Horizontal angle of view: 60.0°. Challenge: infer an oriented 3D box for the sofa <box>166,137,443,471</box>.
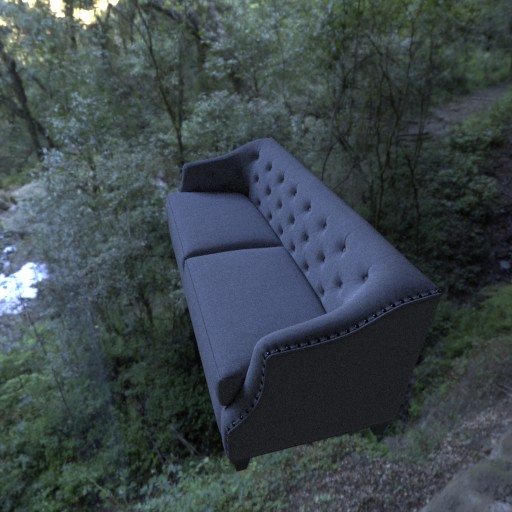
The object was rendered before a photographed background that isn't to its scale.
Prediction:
[{"bbox_3d":[0.000,0.000,2.760,0.914,0.901,2.235,-8,32,-14],"label":"sofa"}]
